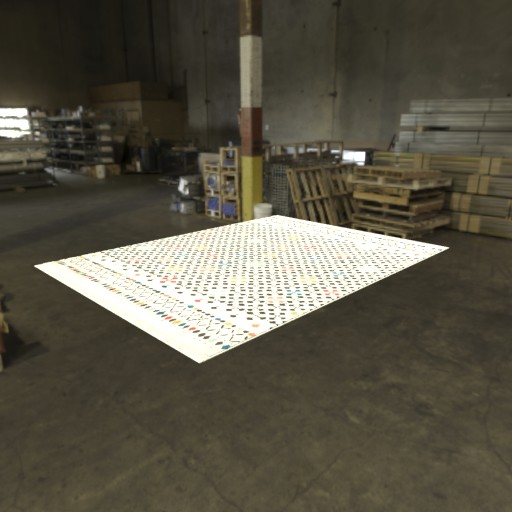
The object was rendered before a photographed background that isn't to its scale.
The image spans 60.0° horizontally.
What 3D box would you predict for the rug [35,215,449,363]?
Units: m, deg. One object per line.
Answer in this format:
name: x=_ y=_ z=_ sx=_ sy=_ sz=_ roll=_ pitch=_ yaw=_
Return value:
rug: x=0.000 y=0.000 z=2.049 sx=1.146 sy=0.006 sz=1.556 roll=16 pitch=23 yaw=43
